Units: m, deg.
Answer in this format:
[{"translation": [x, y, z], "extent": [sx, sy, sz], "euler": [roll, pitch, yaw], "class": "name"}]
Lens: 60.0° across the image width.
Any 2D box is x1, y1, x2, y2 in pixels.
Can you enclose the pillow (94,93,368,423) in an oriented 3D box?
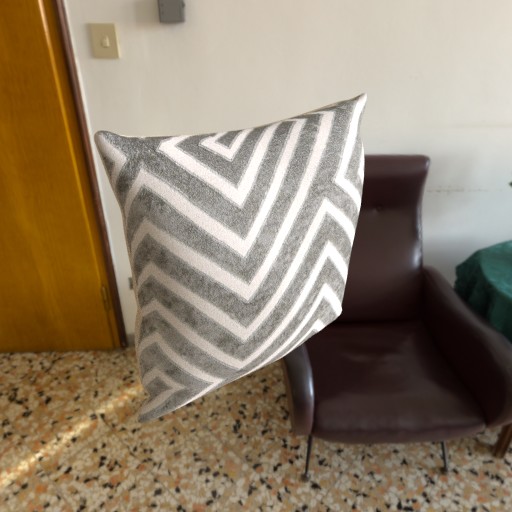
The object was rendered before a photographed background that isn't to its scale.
[{"translation": [0.000, 0.000, 0.674], "extent": [0.440, 0.441, 0.182], "euler": [-21, 36, -32], "class": "pillow"}]
